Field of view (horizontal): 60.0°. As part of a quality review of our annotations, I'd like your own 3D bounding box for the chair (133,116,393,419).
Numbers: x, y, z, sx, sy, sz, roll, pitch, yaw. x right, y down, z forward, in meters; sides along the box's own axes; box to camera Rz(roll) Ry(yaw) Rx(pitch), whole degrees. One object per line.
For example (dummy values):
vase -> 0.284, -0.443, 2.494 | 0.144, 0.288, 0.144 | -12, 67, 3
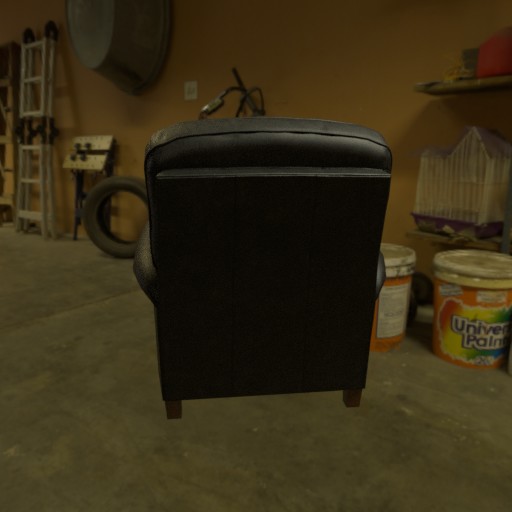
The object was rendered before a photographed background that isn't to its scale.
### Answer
chair -> 0.000, 0.000, 1.775 | 0.936, 1.018, 0.986 | -1, 13, -6
